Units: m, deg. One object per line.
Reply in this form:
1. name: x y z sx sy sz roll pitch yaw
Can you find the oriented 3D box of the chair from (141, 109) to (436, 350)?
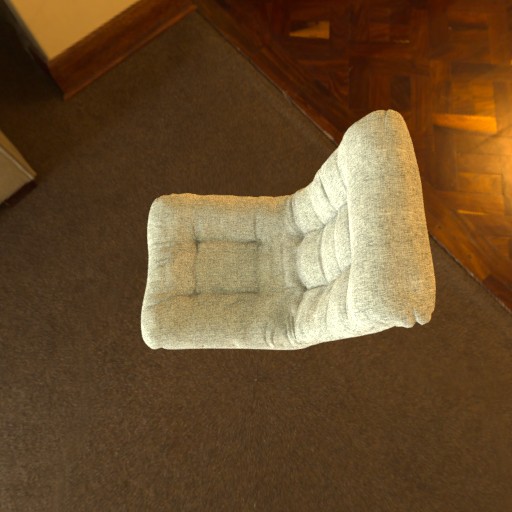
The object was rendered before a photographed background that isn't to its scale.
1. chair: 0.000 0.000 1.014 0.583 0.600 0.400 -1 74 0
